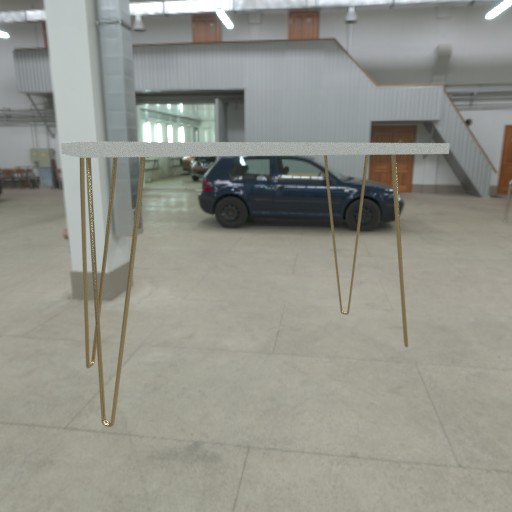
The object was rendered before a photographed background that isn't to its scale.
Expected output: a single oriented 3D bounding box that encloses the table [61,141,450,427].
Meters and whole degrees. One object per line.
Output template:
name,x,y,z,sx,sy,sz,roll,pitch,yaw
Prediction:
table,0.000,0.000,1.340,0.991,0.660,0.498,-7,15,-26
